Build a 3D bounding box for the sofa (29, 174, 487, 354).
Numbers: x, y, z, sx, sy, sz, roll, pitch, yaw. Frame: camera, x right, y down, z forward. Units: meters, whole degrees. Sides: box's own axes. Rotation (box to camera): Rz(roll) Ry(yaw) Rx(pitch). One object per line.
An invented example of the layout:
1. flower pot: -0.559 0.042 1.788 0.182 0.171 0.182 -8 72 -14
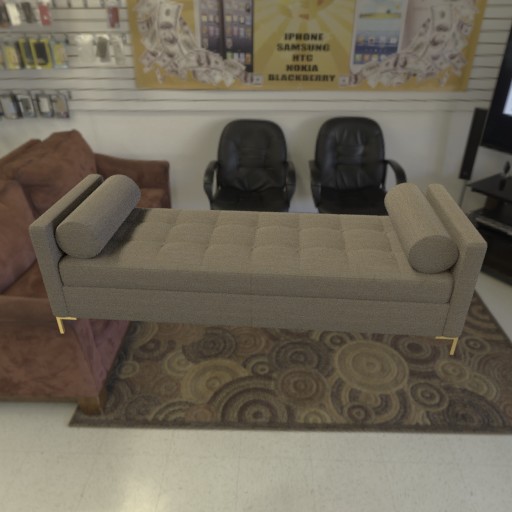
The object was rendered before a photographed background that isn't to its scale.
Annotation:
1. sofa: 0.000 0.000 2.334 1.981 0.635 0.686 2 30 4
